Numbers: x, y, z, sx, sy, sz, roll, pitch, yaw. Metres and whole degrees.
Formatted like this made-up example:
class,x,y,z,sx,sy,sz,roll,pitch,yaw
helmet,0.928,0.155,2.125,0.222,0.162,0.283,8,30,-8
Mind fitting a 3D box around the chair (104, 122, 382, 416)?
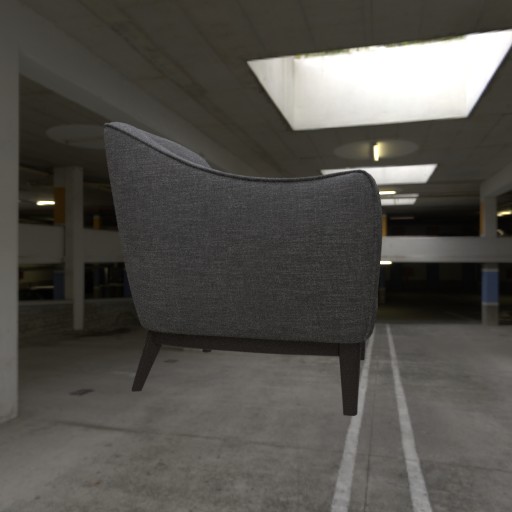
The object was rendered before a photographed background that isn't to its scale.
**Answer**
class,x,y,z,sx,sy,sz,roll,pitch,yaw
chair,0.000,0.000,1.563,0.851,0.829,0.870,0,0,15
